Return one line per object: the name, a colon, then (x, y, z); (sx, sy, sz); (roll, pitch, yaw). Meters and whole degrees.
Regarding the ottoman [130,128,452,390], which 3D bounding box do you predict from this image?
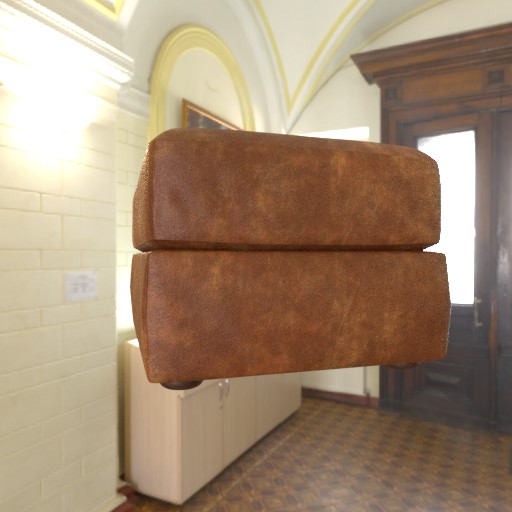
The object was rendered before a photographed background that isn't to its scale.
ottoman: (0.000, 0.000, 1.135); (0.603, 0.476, 0.751); (0, 0, -17)
